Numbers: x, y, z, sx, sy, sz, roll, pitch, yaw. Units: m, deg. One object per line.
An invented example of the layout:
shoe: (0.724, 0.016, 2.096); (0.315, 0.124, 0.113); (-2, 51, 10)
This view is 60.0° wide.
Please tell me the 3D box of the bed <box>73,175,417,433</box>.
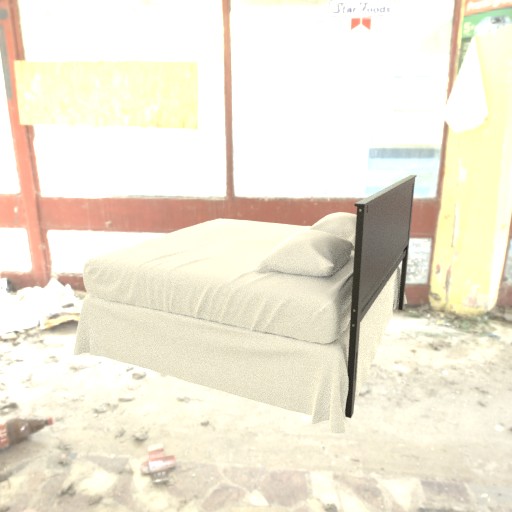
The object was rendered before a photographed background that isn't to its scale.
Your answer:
bed: (0.000, 0.000, 3.723); (2.219, 1.271, 2.315); (7, 17, 26)
